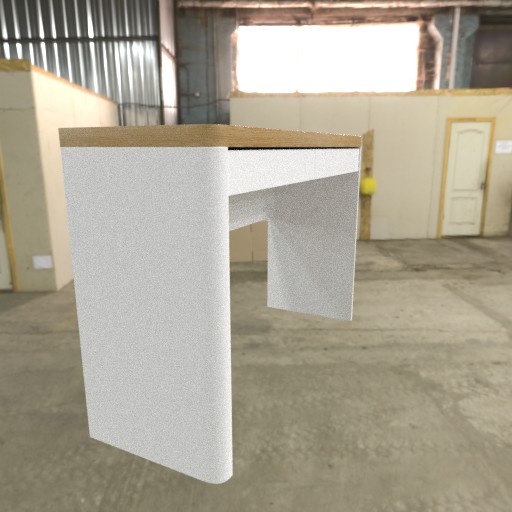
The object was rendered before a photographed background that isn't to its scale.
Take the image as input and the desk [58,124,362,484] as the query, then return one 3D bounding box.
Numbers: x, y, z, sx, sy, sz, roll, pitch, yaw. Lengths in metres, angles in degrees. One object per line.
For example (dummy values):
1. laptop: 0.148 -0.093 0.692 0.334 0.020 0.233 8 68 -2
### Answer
1. desk: 0.000 0.000 1.426 0.390 0.760 1.100 7 15 26
